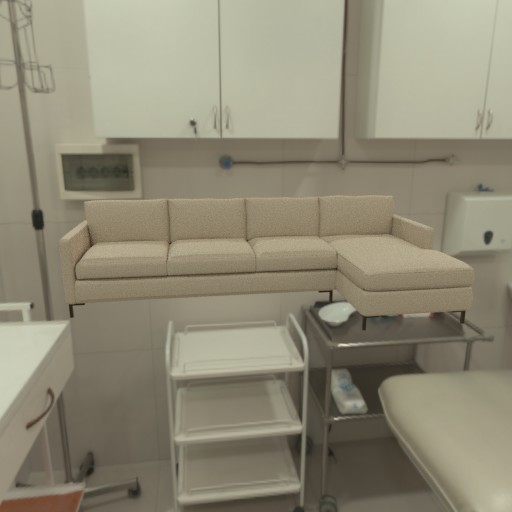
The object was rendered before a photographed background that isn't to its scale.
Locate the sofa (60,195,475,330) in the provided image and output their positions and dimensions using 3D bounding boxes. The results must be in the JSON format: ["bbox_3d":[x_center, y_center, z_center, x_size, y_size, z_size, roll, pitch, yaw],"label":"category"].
[{"bbox_3d":[0.000,0.000,3.271,2.731,0.755,1.258,-2,15,-8],"label":"sofa"}]
